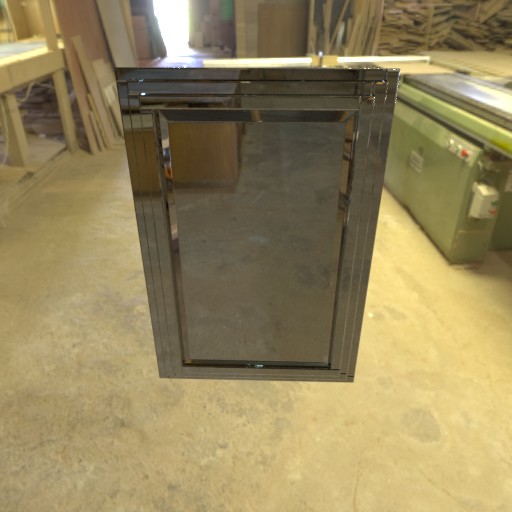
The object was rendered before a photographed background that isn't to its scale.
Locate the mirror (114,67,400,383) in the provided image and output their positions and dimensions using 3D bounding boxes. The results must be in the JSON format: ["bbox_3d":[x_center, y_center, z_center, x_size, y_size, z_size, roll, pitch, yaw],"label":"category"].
[{"bbox_3d":[0.000,0.000,1.166,0.613,0.914,0.039,1,30,2],"label":"mirror"}]
